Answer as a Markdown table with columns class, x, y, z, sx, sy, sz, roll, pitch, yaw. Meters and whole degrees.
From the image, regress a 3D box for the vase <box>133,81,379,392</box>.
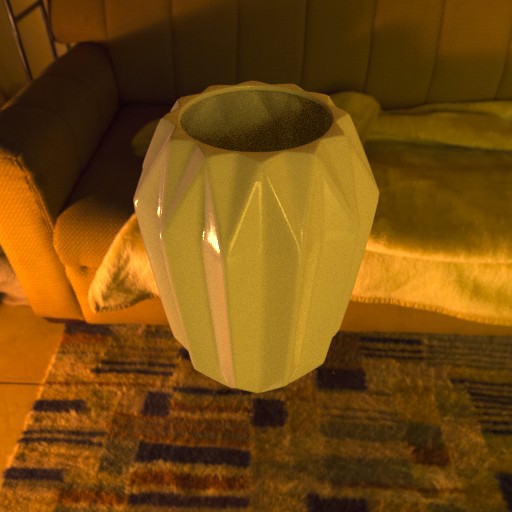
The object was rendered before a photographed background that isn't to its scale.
| class | x | y | z | sx | sy | sz | roll | pitch | yaw |
| --- | --- | --- | --- | --- | --- | --- | --- | --- | --- |
| vase | 0.000 | 0.000 | 0.411 | 0.195 | 0.275 | 0.195 | 0 | 42 | 0 |
